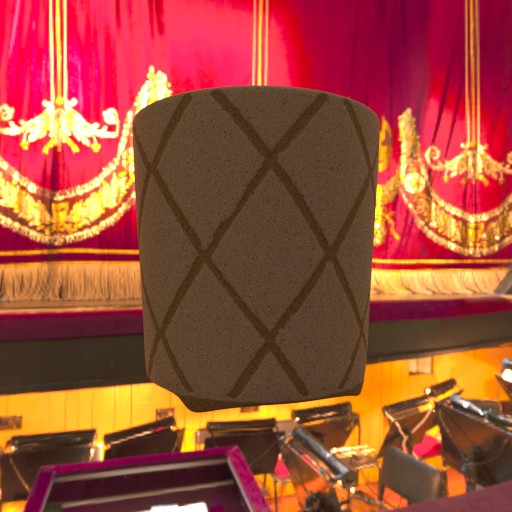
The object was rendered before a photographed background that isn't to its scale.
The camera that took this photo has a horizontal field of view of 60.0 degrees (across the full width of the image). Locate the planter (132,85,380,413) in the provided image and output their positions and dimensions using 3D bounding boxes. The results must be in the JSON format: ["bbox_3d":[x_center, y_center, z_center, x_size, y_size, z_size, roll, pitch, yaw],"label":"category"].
[{"bbox_3d":[0.000,0.000,0.353,0.191,0.199,0.191,0,-1,0],"label":"planter"}]
